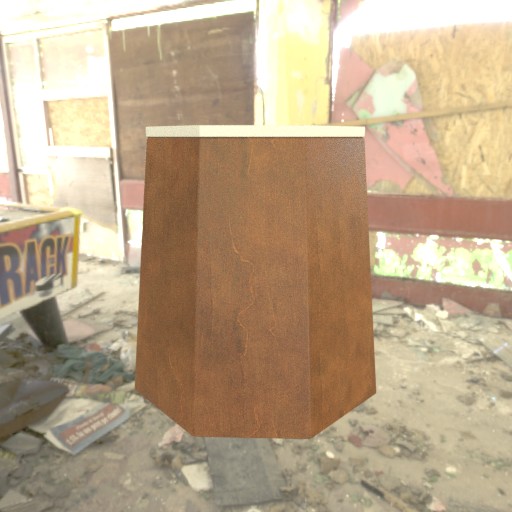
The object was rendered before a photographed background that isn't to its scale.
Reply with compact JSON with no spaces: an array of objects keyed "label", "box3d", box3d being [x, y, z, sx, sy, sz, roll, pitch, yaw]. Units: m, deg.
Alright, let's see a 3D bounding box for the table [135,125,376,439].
[{"label":"table","box3d":[0.000,0.000,0.821,0.439,0.457,0.439,15,21,43]}]
